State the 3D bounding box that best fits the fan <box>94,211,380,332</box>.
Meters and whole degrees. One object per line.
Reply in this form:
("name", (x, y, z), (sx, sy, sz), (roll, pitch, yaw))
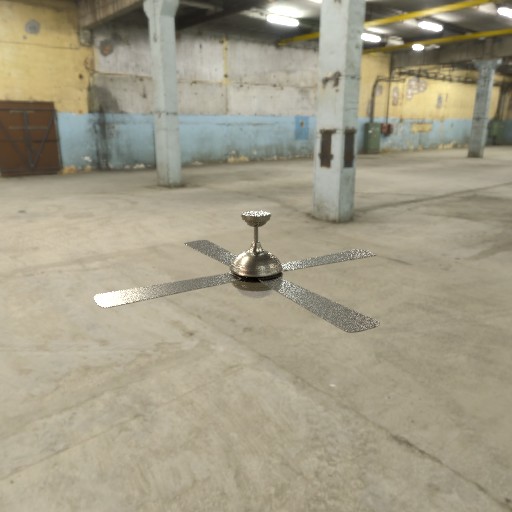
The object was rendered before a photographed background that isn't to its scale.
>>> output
("fan", (0.000, 0.000, 1.962), (1.321, 0.381, 1.321), (-3, 16, -10))
